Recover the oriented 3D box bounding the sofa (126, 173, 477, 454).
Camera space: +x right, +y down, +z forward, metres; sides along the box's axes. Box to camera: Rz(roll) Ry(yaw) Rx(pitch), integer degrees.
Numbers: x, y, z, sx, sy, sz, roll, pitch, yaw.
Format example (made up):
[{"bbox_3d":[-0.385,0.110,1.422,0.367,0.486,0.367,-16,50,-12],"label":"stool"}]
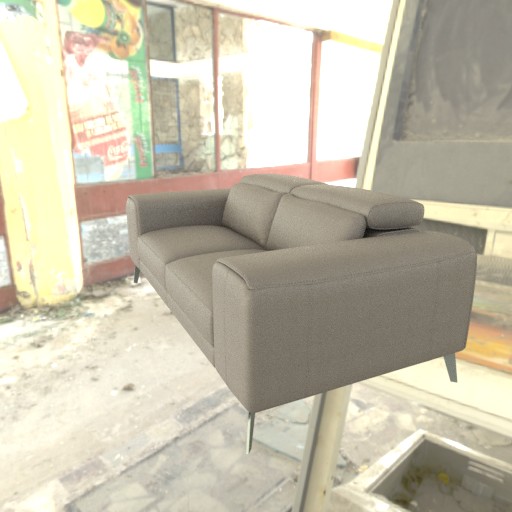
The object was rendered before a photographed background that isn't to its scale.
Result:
[{"bbox_3d":[0.000,0.000,2.377,1.024,0.753,1.930,-8,18,-25],"label":"sofa"}]
